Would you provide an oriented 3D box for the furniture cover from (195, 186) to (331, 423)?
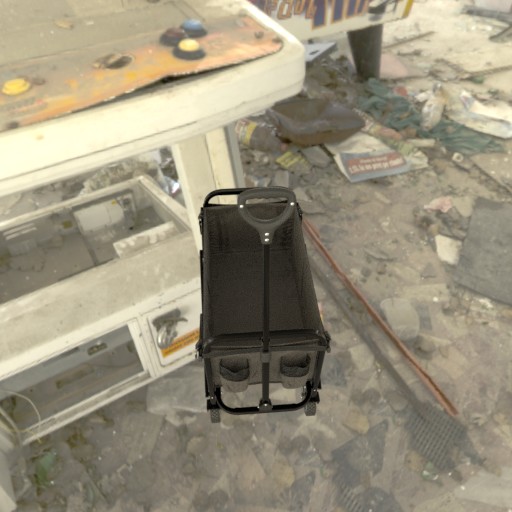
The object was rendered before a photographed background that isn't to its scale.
[{"bbox_3d":[0.000,0.000,1.865,0.532,1.295,1.038,-3,47,-3],"label":"furniture cover"}]
